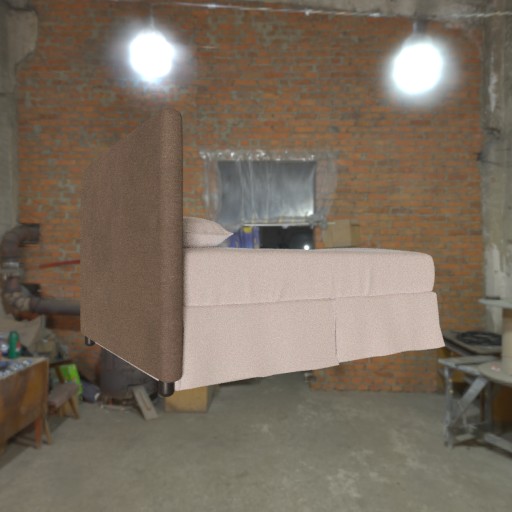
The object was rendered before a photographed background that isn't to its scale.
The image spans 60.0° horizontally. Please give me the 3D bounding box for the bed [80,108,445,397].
[{"bbox_3d":[0.000,0.000,3.251,2.142,1.330,1.723,0,-1,-34],"label":"bed"}]
